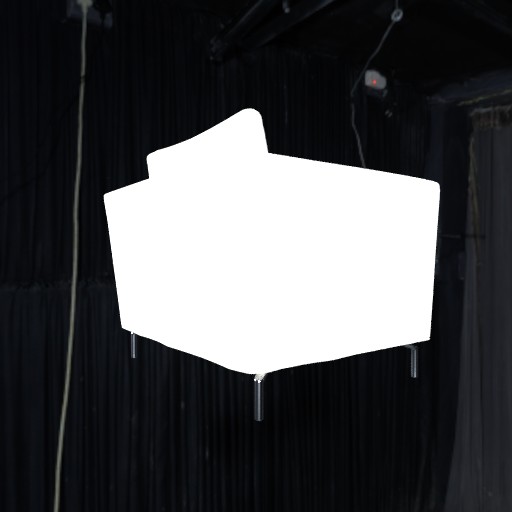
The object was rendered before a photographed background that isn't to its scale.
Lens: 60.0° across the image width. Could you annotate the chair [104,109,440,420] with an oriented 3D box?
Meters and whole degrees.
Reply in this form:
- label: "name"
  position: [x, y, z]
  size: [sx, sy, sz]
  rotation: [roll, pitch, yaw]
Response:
- label: "chair"
  position: [0.000, 0.000, 1.725]
  size: [0.889, 0.865, 1.041]
  rotation: [0, 0, -36]
